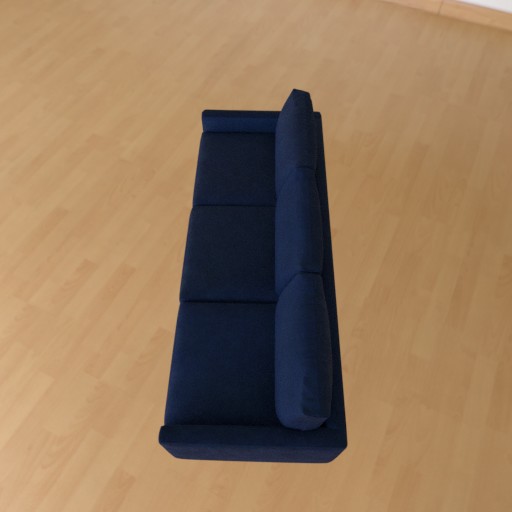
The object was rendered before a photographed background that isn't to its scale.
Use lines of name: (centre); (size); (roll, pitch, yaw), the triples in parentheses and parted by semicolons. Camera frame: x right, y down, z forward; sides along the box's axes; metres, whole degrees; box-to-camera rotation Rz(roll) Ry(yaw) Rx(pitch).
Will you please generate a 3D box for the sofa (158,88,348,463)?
sofa: (0.000, 0.000, 2.707); (0.875, 0.879, 2.252); (1, 58, 1)
